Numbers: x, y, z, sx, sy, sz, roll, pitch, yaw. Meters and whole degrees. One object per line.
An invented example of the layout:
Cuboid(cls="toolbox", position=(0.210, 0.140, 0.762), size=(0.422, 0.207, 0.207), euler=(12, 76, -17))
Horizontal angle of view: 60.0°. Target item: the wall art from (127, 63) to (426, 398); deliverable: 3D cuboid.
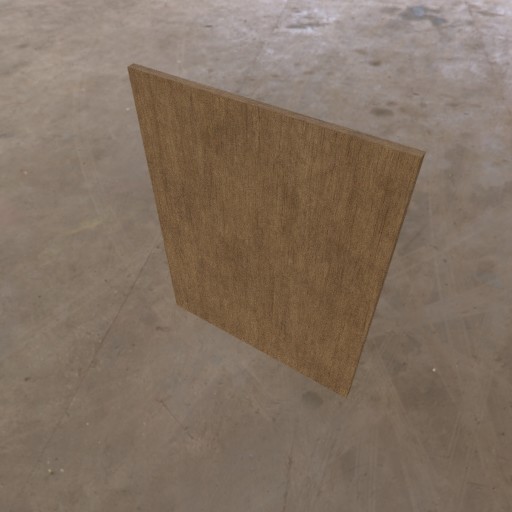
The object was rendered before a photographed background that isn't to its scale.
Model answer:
Cuboid(cls="wall art", position=(0.000, 0.000, 0.939), size=(0.534, 0.686, 0.018), euler=(25, 51, 22))
